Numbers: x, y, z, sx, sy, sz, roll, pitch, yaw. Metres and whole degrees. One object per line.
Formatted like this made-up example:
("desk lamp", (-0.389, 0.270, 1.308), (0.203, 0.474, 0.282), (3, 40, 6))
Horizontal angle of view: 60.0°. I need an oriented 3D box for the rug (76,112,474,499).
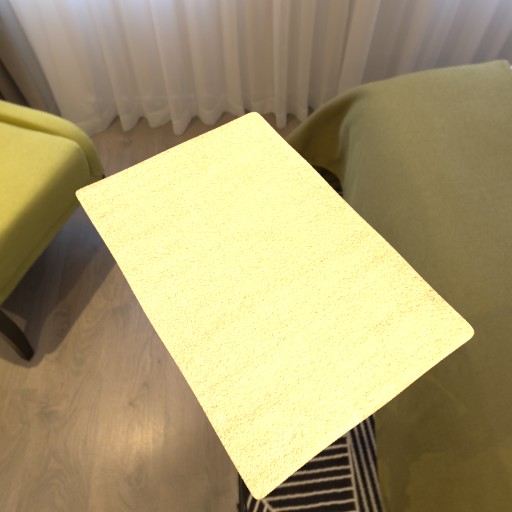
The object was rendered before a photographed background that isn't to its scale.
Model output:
("rug", (0.000, 0.000, 3.327), (1.798, 0.025, 2.698), (-30, 62, -17))
